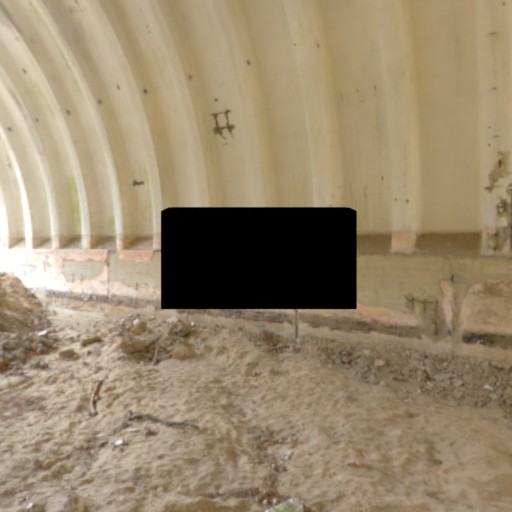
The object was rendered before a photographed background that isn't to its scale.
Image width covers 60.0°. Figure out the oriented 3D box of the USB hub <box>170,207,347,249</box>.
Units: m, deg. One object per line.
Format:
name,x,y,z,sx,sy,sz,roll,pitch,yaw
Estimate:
USB hub,0.000,0.000,0.125,0.044,0.023,0.110,0,1,-1
